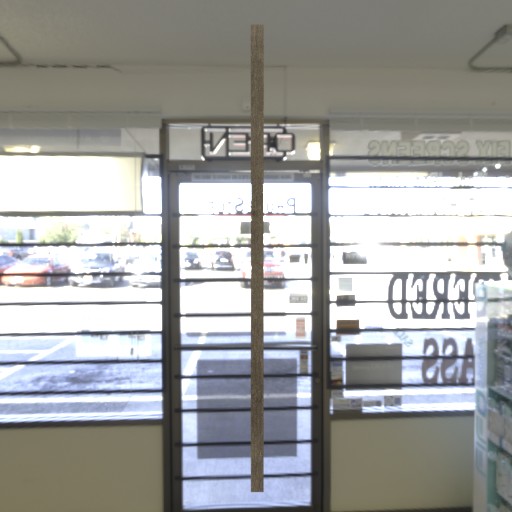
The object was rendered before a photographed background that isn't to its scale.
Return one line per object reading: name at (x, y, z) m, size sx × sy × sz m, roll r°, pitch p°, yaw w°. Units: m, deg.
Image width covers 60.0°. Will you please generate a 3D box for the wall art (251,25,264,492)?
wall art at (0.000, 0.000, 0.661) m, size 0.013 × 0.457 × 0.457 m, roll 0°, pitch 1°, yaw 0°
